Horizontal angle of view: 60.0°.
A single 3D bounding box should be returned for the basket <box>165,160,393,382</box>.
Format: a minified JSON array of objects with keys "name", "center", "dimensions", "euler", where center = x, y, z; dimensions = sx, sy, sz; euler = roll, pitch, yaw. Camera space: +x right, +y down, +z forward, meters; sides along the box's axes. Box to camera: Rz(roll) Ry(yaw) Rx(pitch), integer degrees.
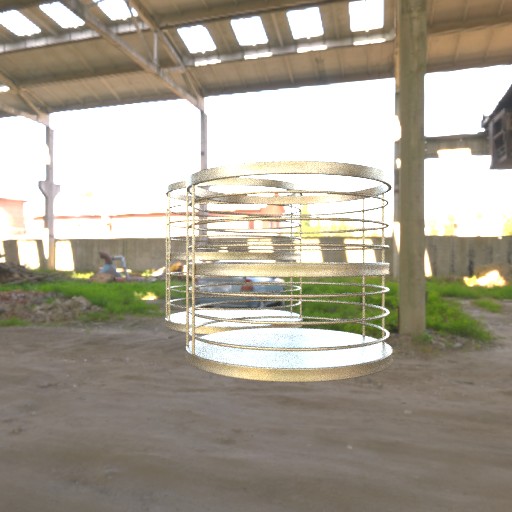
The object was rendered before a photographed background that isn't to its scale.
[{"name":"basket","center":[0.000,0.000,0.972],"dimensions":[0.356,0.351,0.746],"euler":[0,0,-17]}]
